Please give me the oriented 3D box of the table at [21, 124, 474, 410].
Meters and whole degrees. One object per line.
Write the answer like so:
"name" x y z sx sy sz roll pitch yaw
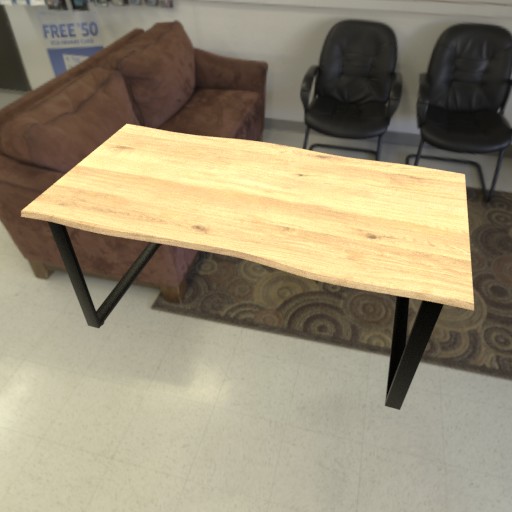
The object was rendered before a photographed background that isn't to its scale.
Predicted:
"table" 0.000 0.000 2.232 1.800 0.780 0.900 12 43 13
